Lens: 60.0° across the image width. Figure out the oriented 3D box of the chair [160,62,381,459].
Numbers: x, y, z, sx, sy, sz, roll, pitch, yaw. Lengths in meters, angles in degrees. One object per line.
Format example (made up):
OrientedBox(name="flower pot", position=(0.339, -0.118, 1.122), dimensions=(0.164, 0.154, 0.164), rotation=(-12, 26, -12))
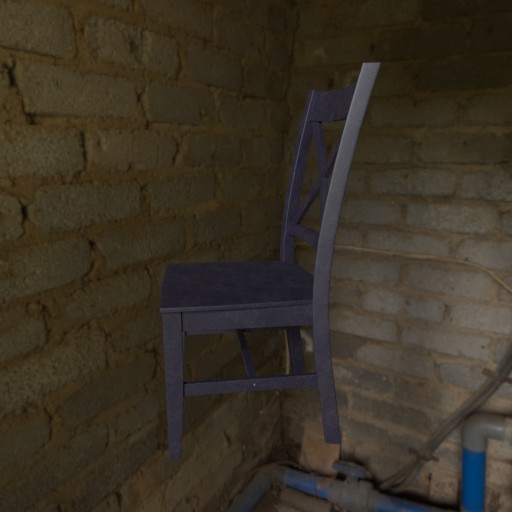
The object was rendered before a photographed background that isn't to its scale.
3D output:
OrientedBox(name="chair", position=(0.000, 0.000, 1.298), dimensions=(0.542, 0.983, 0.485), rotation=(-2, 13, -8))
